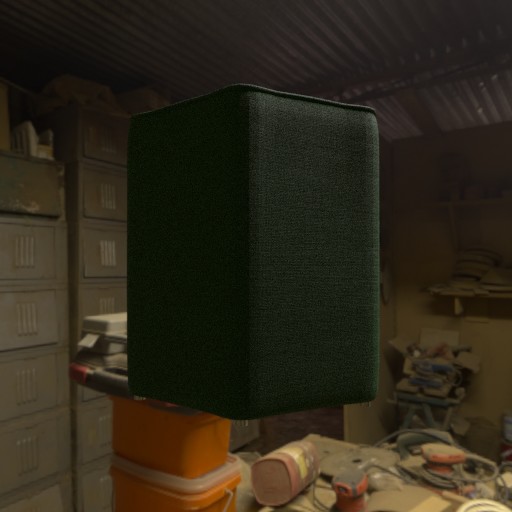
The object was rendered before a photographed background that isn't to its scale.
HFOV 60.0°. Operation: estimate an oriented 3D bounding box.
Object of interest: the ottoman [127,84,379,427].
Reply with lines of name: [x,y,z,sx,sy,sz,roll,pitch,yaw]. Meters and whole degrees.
ottoman: [0.000,0.000,0.879,0.499,0.507,0.444,-1,-2,36]
